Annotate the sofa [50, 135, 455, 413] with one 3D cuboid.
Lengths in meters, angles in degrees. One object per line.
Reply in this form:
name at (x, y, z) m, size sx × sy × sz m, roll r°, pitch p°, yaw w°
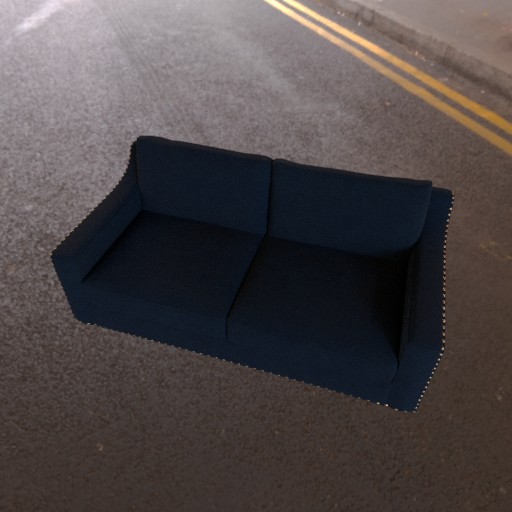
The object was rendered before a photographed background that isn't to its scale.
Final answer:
sofa at (0.000, 0.000, 2.677) m, size 2.107 × 0.983 × 1.104 m, roll 12°, pitch 44°, yaw 13°
